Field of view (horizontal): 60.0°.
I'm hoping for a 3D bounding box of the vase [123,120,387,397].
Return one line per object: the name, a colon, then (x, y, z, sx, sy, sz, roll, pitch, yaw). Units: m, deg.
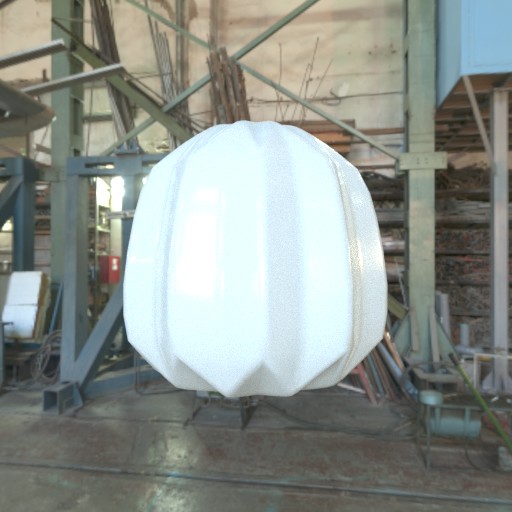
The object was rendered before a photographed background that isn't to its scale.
vase: (0.000, 0.000, 0.242, 0.139, 0.134, 0.139, 0, 0, 0)
